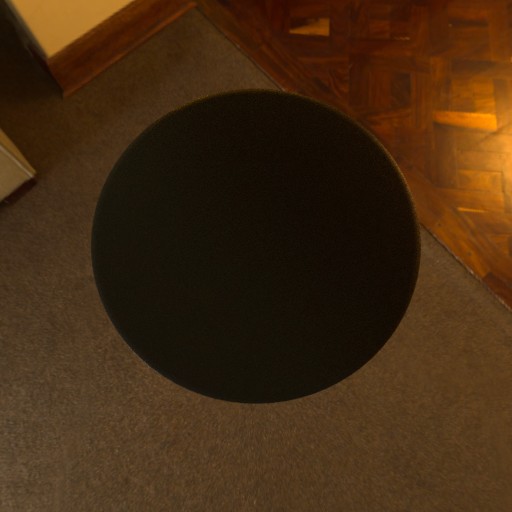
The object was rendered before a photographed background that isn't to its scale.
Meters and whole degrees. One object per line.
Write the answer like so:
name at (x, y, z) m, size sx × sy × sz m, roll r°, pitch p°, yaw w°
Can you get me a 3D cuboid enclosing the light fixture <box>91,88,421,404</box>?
light fixture at (0.000, 0.000, 0.633) m, size 0.389 × 0.229 × 0.389 m, roll 0°, pitch 75°, yaw 0°
